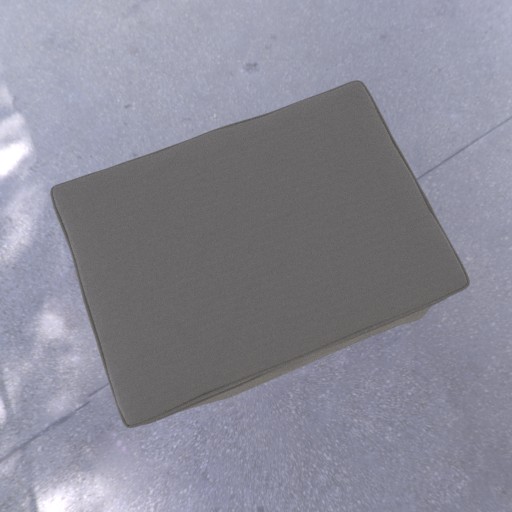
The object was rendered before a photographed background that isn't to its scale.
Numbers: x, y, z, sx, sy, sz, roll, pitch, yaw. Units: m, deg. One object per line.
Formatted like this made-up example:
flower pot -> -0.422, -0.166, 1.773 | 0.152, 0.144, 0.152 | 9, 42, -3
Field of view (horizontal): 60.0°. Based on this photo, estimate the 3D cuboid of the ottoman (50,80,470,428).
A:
ottoman -> 0.000, 0.000, 1.303 | 0.944, 0.479, 0.703 | -21, 76, -6
